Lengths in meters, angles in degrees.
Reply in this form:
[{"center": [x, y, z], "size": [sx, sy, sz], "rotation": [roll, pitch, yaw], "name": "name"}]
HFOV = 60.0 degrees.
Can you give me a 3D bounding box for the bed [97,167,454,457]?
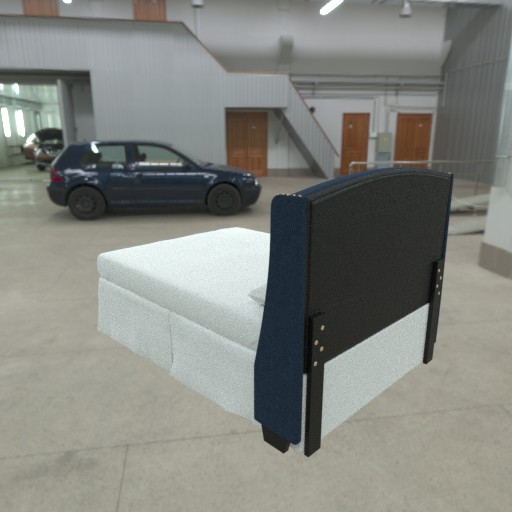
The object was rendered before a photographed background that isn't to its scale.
[{"center": [0.000, 0.000, 3.306], "size": [1.604, 1.402, 2.223], "rotation": [-15, 21, -43], "name": "bed"}]
